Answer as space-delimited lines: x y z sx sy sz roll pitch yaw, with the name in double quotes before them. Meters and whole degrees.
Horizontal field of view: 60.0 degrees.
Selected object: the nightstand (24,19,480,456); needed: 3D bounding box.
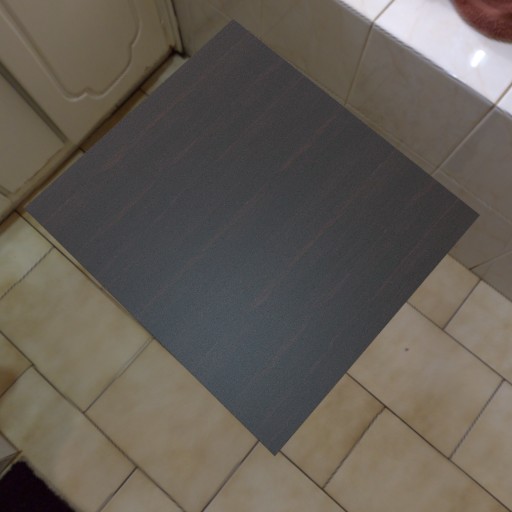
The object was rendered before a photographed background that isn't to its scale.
"nightstand" 0.000 0.000 0.804 0.461 0.460 0.400 42 80 9
